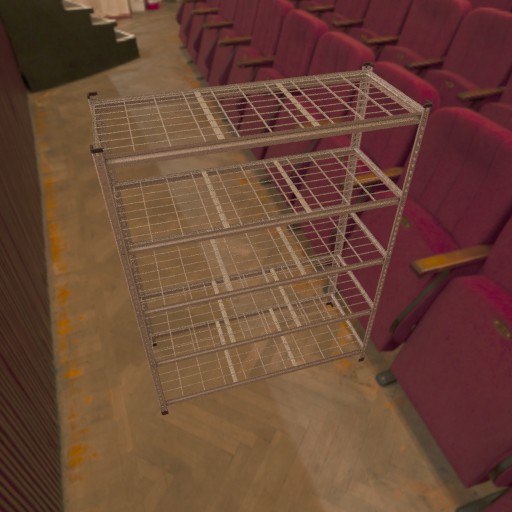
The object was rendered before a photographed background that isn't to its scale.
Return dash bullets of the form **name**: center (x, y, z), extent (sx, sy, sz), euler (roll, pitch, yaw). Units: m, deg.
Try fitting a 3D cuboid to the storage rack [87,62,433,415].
- **storage rack**: center (0.000, 0.000, 2.742), extent (1.524, 1.981, 0.610), euler (-11, 43, -13)
